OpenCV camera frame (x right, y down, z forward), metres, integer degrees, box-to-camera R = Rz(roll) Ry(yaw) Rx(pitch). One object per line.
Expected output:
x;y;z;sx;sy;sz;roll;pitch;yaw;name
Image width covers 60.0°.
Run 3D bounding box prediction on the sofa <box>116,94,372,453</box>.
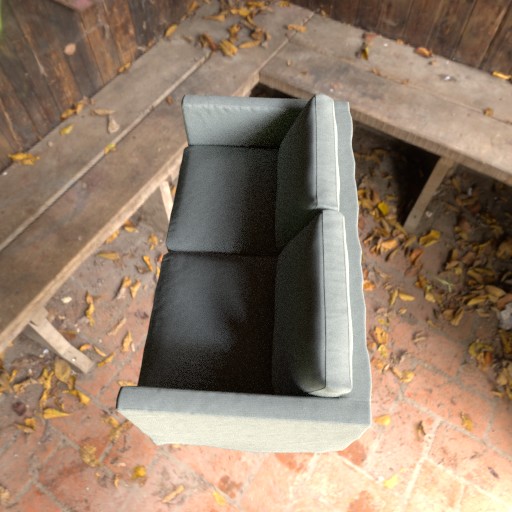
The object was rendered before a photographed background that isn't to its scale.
0.000;0.000;2.245;0.944;0.830;1.727;3;59;2;sofa
